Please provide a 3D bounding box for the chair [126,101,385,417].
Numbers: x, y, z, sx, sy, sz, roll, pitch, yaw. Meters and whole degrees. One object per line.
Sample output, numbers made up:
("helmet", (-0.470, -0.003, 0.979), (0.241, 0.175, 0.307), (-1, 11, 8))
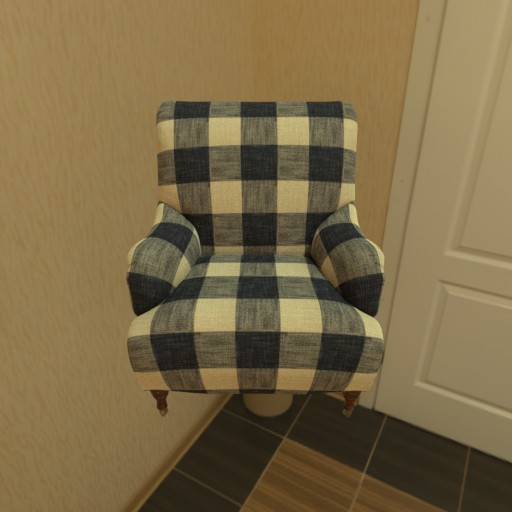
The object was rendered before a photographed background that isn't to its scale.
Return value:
("chair", (0.000, 0.000, 1.589), (0.781, 0.953, 0.848), (0, 29, 0))
